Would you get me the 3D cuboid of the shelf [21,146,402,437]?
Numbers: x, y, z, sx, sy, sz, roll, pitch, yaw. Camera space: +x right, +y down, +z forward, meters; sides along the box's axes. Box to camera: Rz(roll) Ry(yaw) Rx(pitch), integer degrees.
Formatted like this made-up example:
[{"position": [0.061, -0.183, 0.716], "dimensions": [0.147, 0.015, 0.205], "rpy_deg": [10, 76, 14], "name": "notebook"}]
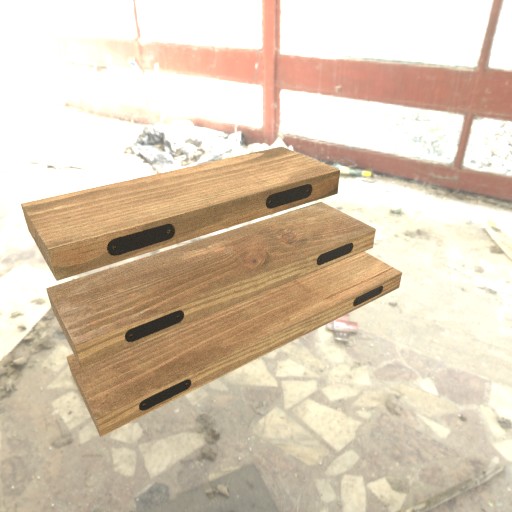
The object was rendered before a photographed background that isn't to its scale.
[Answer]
[{"position": [0.000, 0.000, 0.721], "dimensions": [0.610, 0.293, 0.140], "rpy_deg": [-20, 36, -29], "name": "shelf"}]
